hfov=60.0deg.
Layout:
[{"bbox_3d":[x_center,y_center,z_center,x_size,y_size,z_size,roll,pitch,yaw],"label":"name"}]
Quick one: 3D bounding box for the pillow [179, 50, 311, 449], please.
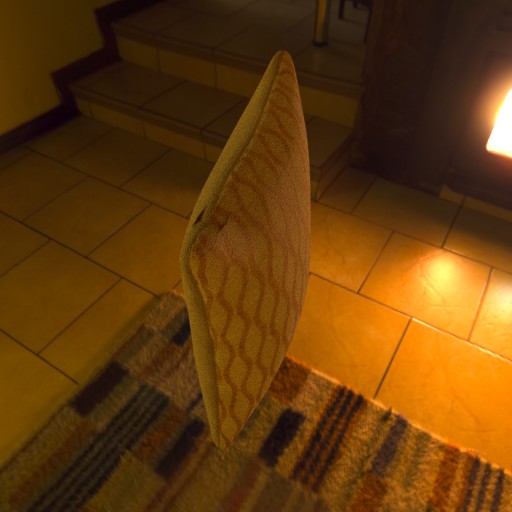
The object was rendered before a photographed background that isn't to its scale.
[{"bbox_3d":[0.000,0.000,0.655,0.159,0.436,0.429,9,47,8],"label":"pillow"}]
